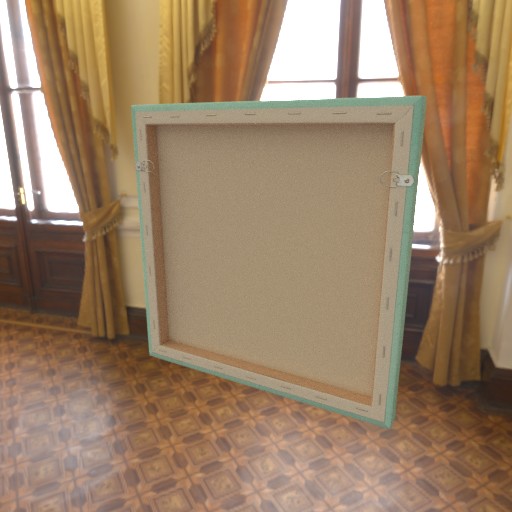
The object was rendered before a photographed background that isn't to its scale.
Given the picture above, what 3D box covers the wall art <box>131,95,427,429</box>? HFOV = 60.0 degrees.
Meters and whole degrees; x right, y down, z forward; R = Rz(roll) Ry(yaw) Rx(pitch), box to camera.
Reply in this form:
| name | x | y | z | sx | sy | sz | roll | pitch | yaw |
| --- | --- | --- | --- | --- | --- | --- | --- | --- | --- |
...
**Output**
| name | x | y | z | sx | sy | sz | roll | pitch | yaw |
| --- | --- | --- | --- | --- | --- | --- | --- | --- | --- |
| wall art | 0.000 | 0.000 | 1.625 | 1.071 | 1.073 | 0.070 | 9 | 18 | 27 |
